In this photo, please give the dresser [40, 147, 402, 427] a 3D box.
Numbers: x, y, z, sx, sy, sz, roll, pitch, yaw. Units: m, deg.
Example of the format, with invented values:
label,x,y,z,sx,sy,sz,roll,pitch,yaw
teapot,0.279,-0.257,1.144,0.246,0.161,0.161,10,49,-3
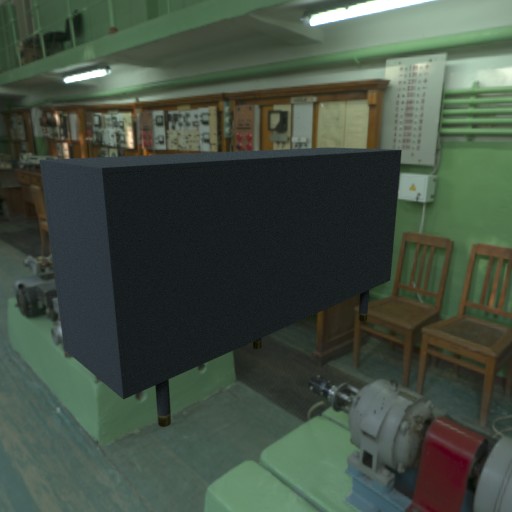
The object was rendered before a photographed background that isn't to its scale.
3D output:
label,x,y,z,sx,sy,sz,roll,pitch,yaw
dresser,0.000,0.000,1.937,1.558,0.872,0.463,-15,22,-42
